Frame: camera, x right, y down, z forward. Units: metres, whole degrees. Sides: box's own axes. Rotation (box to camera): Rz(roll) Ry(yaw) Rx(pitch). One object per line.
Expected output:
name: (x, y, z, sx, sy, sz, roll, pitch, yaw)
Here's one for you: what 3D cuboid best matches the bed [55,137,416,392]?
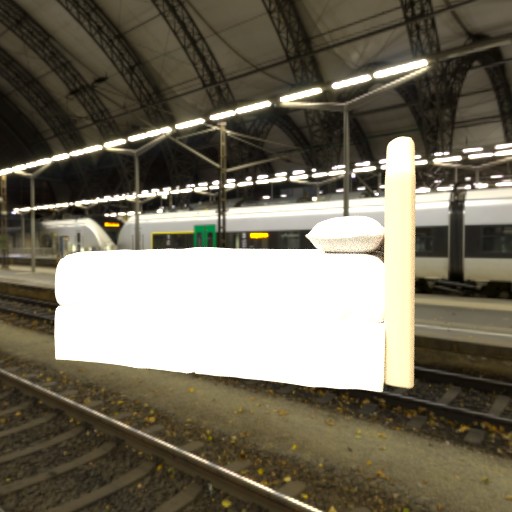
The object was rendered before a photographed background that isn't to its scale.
bed: (0.000, 0.000, 3.844, 2.548, 1.524, 2.134, 0, 2, 18)
